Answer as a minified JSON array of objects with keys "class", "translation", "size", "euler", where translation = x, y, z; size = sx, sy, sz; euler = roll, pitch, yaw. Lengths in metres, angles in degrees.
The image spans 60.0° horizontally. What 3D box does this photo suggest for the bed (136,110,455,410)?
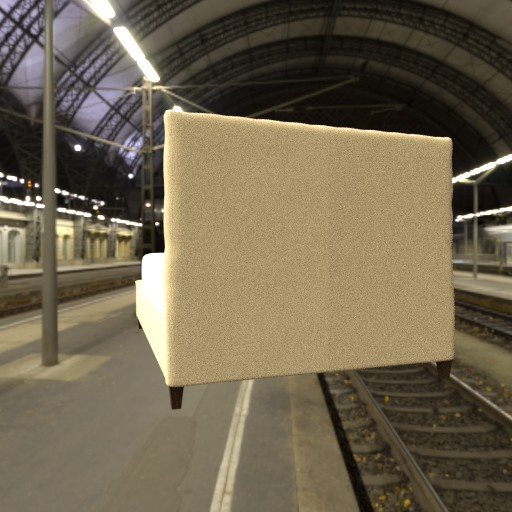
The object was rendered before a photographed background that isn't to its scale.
[{"class":"bed","translation":[0.000,0.000,3.459],"size":[1.698,1.427,2.387],"euler":[0,1,-19]}]
